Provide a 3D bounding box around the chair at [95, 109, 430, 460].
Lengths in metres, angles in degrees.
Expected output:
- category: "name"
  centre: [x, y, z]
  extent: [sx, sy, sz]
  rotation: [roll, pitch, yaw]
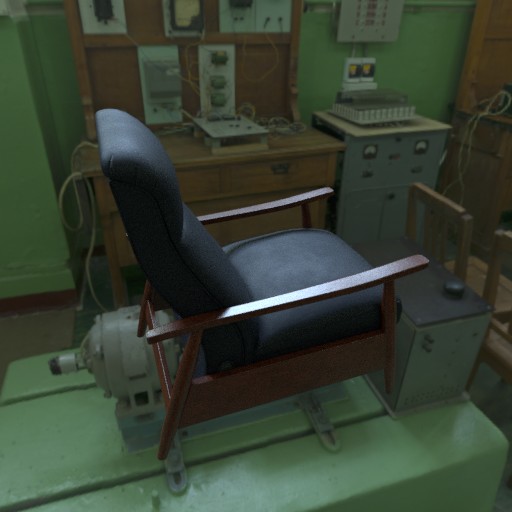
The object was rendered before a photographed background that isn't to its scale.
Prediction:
- category: "chair"
  centre: [0.000, 0.000, 1.729]
  extent: [1.014, 1.082, 0.762]
  rotation: [-10, 31, -16]
